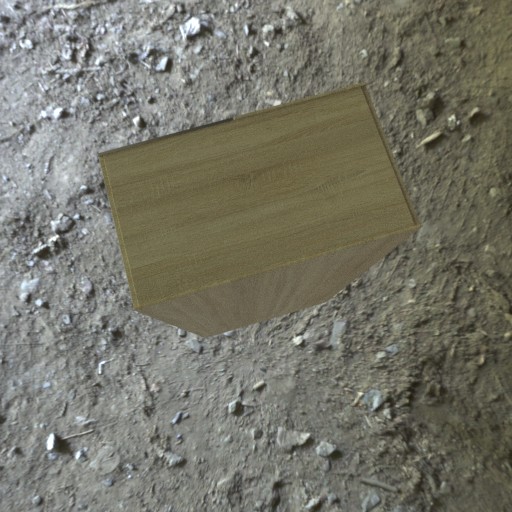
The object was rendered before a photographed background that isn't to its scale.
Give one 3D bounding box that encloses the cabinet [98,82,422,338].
[{"bbox_3d":[0.000,0.000,2.562,1.001,2.121,0.590,-16,78,-4],"label":"cabinet"}]
